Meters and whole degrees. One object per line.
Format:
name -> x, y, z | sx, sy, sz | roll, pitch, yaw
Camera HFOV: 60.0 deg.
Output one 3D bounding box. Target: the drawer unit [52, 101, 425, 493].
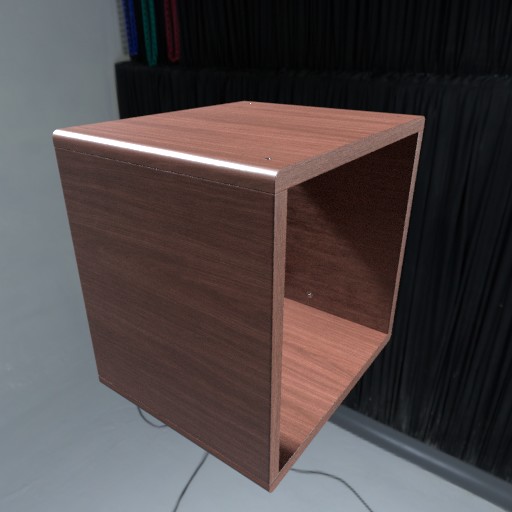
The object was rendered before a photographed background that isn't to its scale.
drawer unit -> 0.000, 0.000, 0.600 | 0.290, 0.351, 0.349 | 17, 30, 32
